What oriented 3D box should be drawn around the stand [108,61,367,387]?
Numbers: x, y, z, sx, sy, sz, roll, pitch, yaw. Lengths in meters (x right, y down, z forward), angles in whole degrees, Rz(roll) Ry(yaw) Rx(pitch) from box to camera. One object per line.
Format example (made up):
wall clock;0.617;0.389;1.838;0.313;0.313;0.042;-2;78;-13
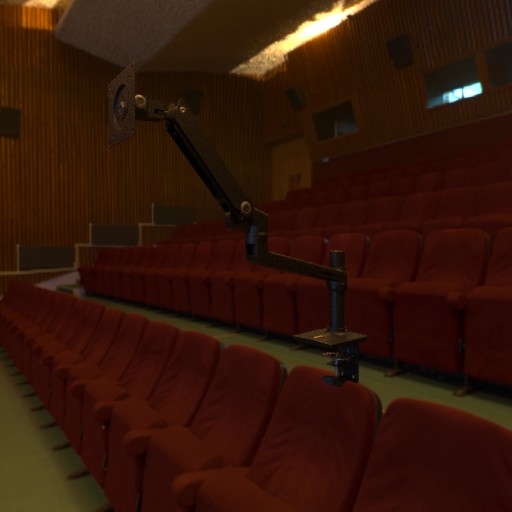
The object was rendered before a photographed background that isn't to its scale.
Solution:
stand;0.000;0.000;1.053;0.650;0.713;0.152;0;1;-36
